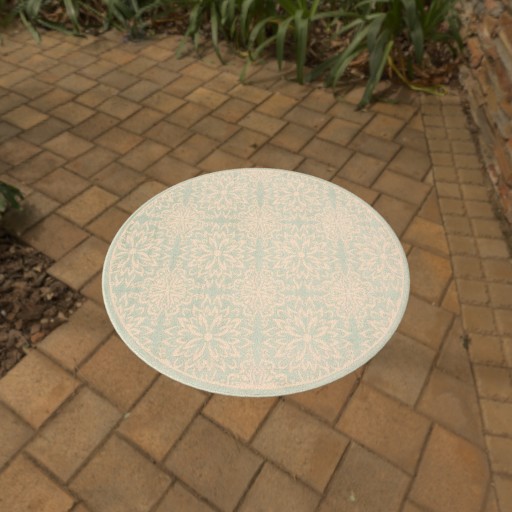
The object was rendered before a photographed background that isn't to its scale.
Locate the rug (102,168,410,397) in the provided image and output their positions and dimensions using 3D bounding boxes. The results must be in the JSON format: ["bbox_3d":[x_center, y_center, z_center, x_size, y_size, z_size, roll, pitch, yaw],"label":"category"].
[{"bbox_3d":[0.000,0.000,2.356,1.593,0.012,1.593,0,46,0],"label":"rug"}]
